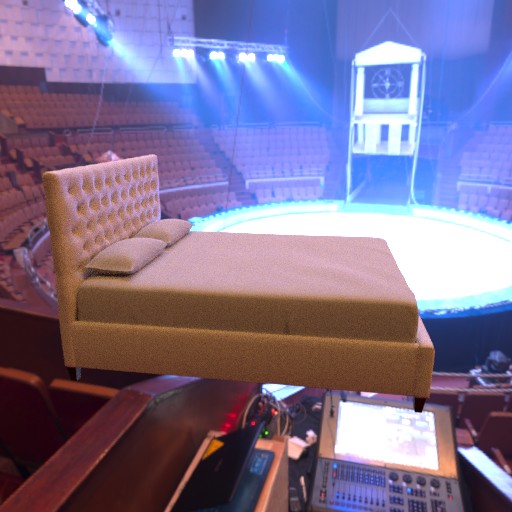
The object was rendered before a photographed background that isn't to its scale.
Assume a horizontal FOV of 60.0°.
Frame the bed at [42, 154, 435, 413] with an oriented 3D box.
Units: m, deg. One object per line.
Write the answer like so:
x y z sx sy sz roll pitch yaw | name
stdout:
0.000 0.000 3.461 2.387 1.427 1.698 3 17 9 | bed
